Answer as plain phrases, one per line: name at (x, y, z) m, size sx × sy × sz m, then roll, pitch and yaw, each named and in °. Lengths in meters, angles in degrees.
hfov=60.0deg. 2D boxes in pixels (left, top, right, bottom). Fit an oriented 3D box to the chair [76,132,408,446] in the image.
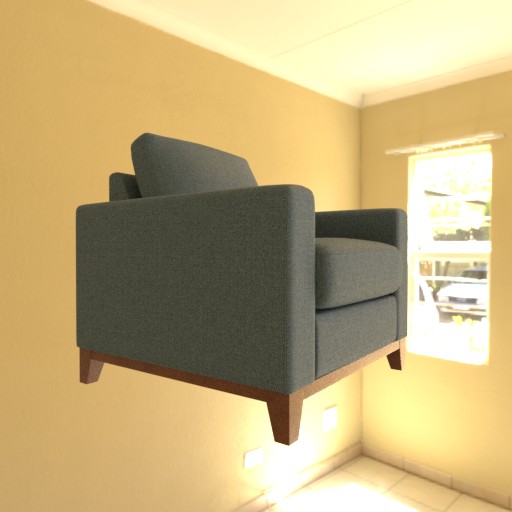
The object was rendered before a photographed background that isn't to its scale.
chair at (0.000, 0.000, 1.862) m, size 1.038 × 1.010 × 1.024 m, roll 1°, pitch 1°, yaw 36°
